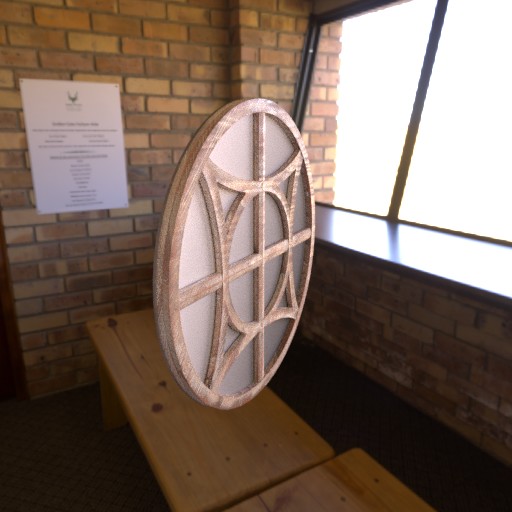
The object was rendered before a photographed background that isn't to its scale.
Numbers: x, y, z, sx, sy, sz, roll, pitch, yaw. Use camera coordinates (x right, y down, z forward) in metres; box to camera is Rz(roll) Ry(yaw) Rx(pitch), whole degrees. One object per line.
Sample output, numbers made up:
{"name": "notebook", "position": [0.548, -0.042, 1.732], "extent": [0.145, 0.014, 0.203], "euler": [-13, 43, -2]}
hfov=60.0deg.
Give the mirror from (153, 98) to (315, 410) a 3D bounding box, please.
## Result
{"name": "mirror", "position": [0.000, 0.000, 1.062], "extent": [0.038, 0.710, 0.710], "euler": [8, 17, 26]}
